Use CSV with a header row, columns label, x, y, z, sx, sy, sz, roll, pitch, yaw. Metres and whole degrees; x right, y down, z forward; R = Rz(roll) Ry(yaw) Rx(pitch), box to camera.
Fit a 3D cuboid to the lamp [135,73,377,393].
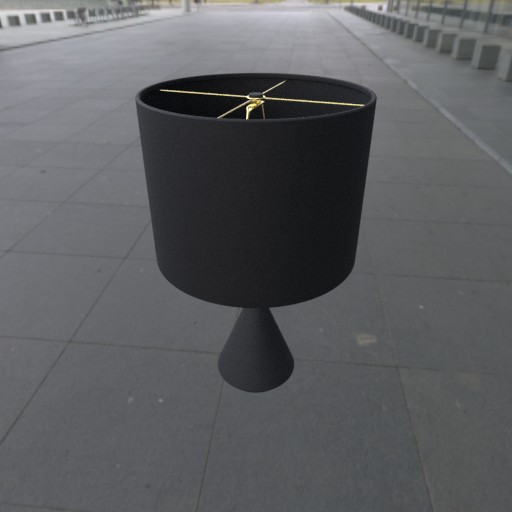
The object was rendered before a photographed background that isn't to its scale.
label,x,y,z,sx,sy,sz,roll,pitch,yaw
lamp,0.000,0.000,0.824,0.359,0.584,0.359,11,32,17
